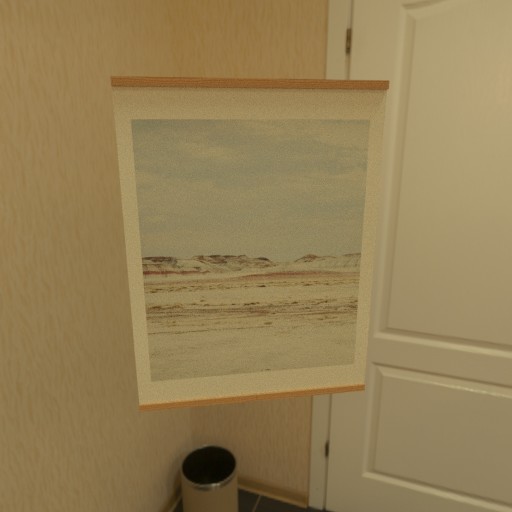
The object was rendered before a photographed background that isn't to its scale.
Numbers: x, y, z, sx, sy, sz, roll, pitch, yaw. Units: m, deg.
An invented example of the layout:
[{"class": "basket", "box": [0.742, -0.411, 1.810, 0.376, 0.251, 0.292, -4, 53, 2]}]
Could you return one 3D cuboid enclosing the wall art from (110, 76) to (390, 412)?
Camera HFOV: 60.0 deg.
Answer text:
[{"class": "wall art", "box": [0.000, 0.000, 0.812, 0.458, 0.605, 0.011, -3, 17, -9]}]
